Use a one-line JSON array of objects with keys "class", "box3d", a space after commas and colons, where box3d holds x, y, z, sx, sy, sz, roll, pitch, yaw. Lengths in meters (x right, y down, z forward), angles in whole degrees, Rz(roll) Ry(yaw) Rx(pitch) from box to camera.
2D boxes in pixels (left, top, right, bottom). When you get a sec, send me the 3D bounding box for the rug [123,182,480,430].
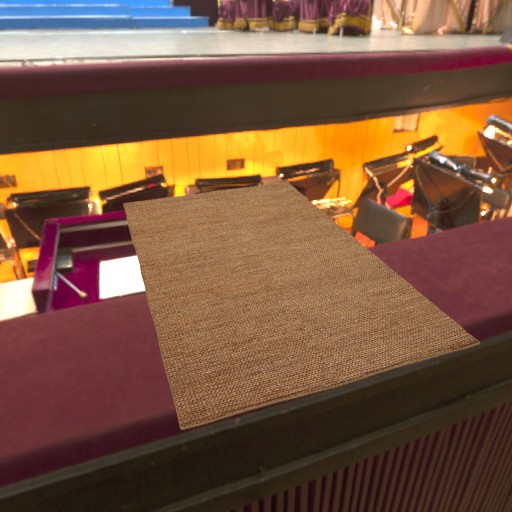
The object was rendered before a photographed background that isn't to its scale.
[{"class": "rug", "box3d": [0.000, 0.000, 2.992, 1.521, 0.034, 2.438, -10, 31, -17]}]
